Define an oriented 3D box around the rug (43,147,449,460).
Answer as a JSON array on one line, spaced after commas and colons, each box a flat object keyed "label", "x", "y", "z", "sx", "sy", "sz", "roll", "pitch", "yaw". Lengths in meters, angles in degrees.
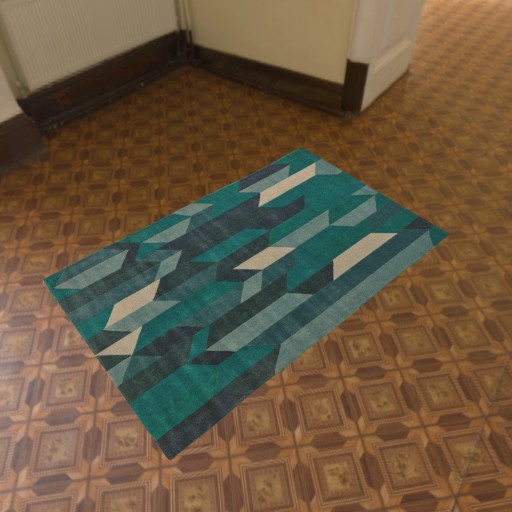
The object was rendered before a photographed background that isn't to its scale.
[{"label": "rug", "x": 0.000, "y": 0.000, "z": 3.077, "sx": 2.420, "sy": 0.005, "sz": 1.528, "roll": -32, "pitch": 54, "yaw": -27}]
